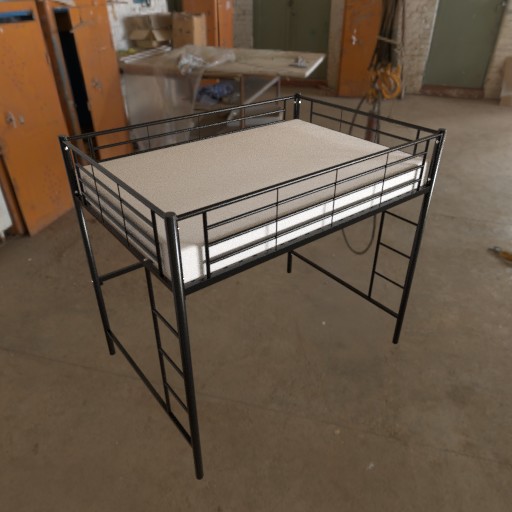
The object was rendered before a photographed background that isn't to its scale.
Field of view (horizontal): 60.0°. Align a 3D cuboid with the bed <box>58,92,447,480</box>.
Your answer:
[{"bbox_3d":[0.000,0.000,3.218,1.994,1.803,1.397,-22,38,-31],"label":"bed"}]
